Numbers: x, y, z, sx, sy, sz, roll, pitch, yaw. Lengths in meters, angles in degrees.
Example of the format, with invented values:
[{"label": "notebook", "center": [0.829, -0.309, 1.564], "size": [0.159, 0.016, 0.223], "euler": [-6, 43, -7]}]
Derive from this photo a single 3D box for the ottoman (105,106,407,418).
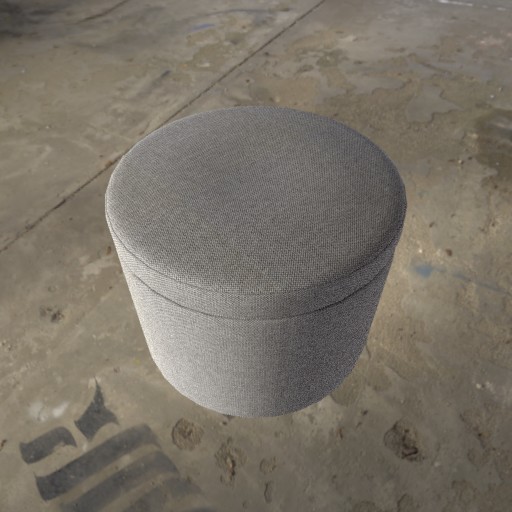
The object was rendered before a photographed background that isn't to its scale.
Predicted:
[{"label": "ottoman", "center": [0.000, 0.000, 0.881], "size": [0.500, 0.419, 0.500], "euler": [0, 47, 0]}]
